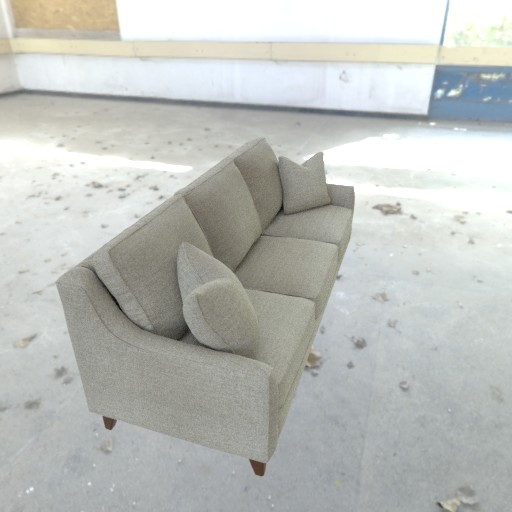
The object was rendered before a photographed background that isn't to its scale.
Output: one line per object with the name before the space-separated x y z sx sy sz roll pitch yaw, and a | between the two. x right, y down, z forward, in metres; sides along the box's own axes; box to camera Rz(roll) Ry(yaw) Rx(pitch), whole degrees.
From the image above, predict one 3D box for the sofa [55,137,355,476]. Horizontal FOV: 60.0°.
sofa | 0.000 0.000 2.480 0.865 0.914 2.031 10 31 17
